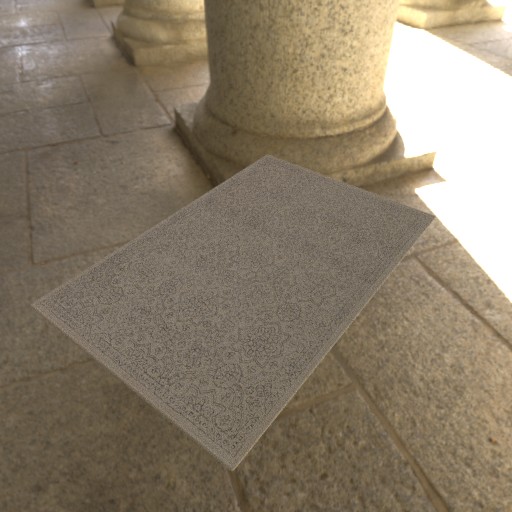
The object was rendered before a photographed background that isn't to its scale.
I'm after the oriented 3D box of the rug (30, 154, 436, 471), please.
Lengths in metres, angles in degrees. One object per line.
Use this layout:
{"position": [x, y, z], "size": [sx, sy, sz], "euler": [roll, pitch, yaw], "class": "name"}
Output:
{"position": [0.000, 0.000, 2.870], "size": [1.524, 0.011, 2.286], "euler": [27, 48, 28], "class": "rug"}
